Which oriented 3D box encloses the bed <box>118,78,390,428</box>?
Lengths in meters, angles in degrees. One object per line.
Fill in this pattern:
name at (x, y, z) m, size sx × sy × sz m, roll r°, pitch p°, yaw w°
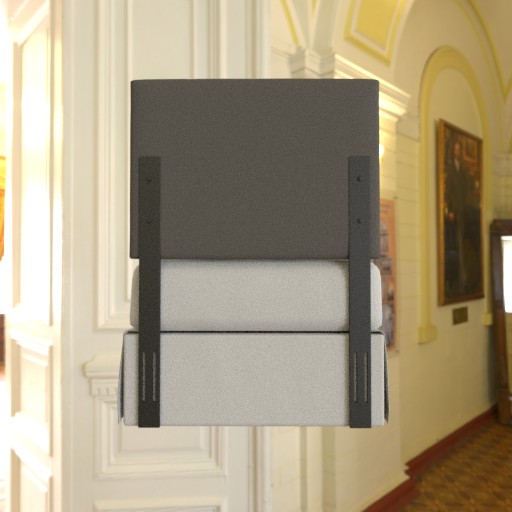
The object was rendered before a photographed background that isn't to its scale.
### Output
bed at (0.000, 0.000, 2.965) m, size 1.261 × 1.571 × 1.997 m, roll 0°, pitch -1°, yaw 0°
